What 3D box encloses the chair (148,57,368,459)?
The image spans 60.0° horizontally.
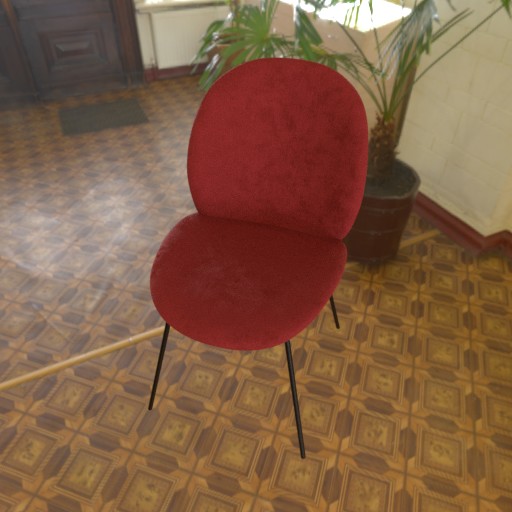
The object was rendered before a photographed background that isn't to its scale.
[{"bbox_3d":[0.000,0.000,1.116,0.458,0.791,0.587,12,42,14],"label":"chair"}]
